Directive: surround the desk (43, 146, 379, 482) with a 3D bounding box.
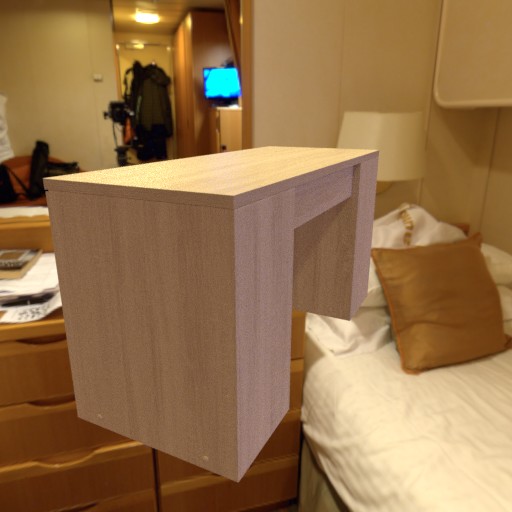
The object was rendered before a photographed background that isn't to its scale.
[{"bbox_3d":[0.000,0.000,1.739,0.600,0.740,1.390,9,20,26],"label":"desk"}]
